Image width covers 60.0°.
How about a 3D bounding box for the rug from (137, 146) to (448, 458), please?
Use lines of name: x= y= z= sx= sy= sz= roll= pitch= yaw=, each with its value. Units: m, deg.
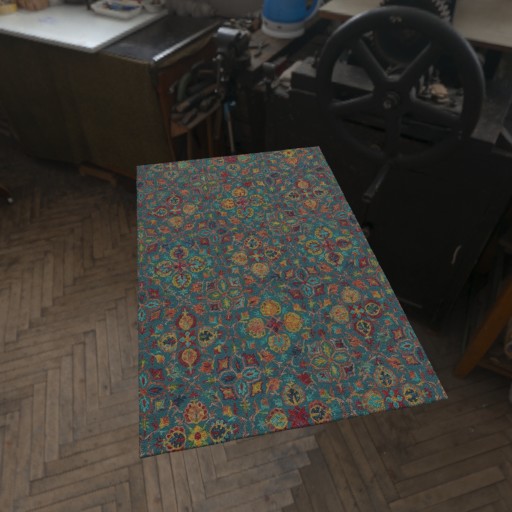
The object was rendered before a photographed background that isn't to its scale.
rug: x=0.000 y=0.000 z=2.309 sx=1.216 sy=0.014 sz=1.836 roll=-8 pitch=47 yaw=-7
